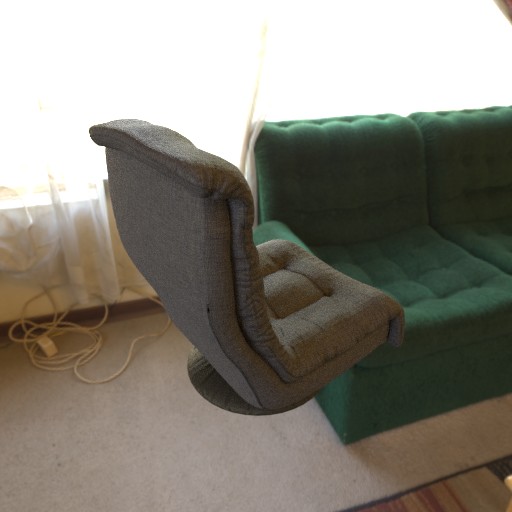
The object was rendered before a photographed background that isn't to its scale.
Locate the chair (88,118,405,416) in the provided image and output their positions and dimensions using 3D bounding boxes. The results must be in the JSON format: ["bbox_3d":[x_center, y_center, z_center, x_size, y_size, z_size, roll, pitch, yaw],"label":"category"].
[{"bbox_3d":[0.000,0.000,1.210,0.668,0.749,0.597,-18,32,-31],"label":"chair"}]
